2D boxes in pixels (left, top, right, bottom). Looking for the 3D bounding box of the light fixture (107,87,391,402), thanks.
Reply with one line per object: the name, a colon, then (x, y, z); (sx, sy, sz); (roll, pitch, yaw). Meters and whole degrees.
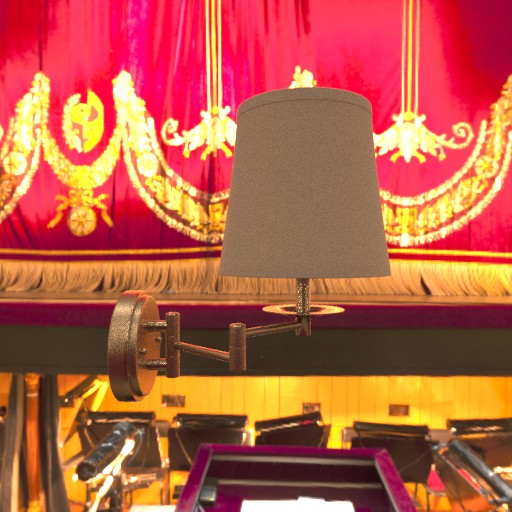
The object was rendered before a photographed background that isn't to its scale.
light fixture: (0.000, 0.000, 0.588); (0.348, 0.381, 0.223); (0, 0, 1)
